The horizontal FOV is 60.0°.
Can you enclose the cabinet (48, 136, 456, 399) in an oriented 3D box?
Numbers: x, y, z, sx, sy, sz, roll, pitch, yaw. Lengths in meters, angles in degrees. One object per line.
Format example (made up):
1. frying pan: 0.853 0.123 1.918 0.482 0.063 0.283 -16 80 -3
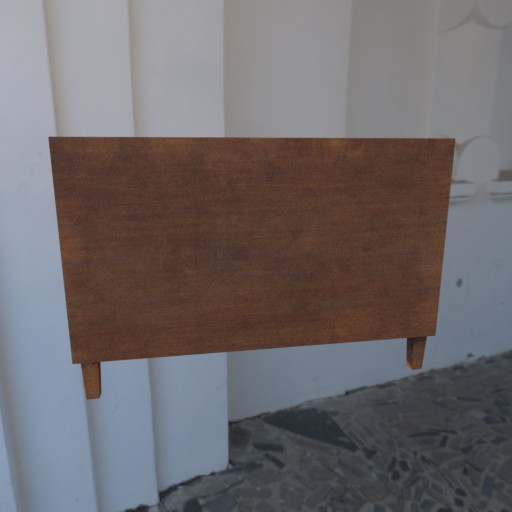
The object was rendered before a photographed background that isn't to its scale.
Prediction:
1. cabinet: 0.000 0.000 1.578 1.204 0.805 0.403 -2 14 -10
